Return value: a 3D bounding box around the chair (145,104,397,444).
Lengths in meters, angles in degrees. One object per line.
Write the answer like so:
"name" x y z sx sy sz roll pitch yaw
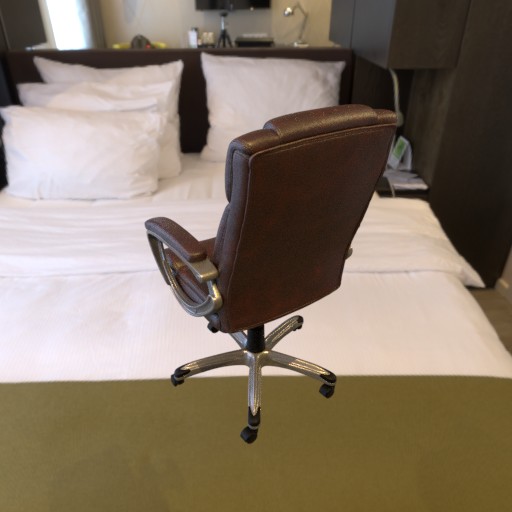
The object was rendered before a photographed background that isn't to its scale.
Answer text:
"chair" 0.000 0.000 1.586 0.656 1.128 0.692 -19 36 -29
